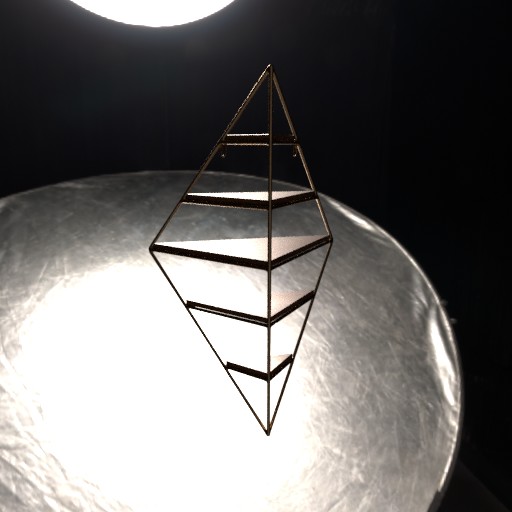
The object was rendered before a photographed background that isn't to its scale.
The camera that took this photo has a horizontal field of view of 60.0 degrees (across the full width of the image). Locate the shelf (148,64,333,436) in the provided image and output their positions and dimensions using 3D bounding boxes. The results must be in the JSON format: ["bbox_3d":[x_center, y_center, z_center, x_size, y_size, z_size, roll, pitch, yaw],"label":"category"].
[{"bbox_3d":[0.000,0.000,1.194,0.564,0.913,0.294,-3,14,-13],"label":"shelf"}]
